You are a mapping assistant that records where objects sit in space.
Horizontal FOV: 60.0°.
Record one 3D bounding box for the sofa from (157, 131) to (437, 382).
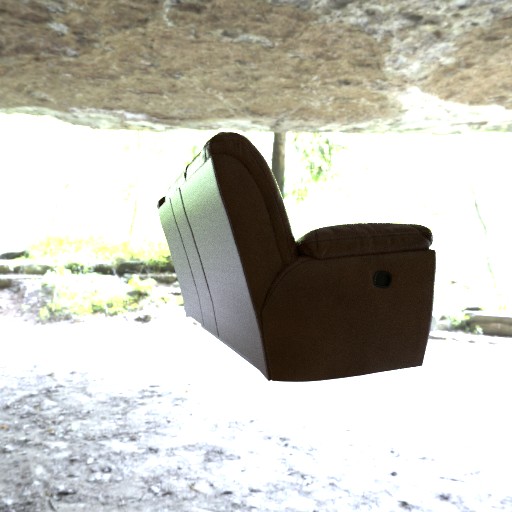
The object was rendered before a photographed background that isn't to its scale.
[{"bbox_3d":[0.000,0.000,2.636,0.991,1.043,2.058,0,0,-18],"label":"sofa"}]
